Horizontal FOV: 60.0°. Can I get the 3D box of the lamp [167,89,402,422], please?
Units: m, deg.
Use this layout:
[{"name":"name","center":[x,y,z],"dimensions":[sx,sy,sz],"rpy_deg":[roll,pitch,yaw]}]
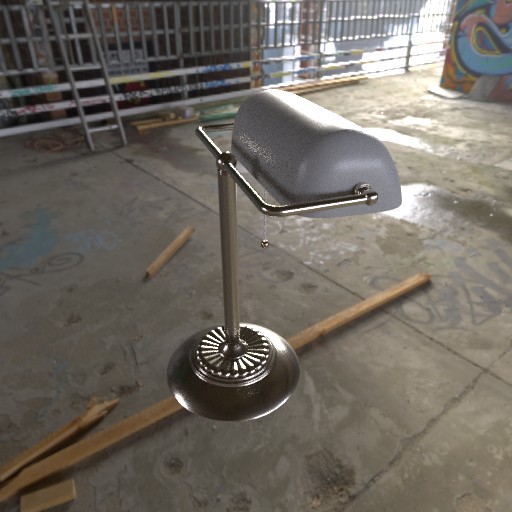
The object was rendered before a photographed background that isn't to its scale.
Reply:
[{"name":"lamp","center":[0.000,0.000,0.521],"dimensions":[0.243,0.339,0.264],"rpy_deg":[-10,33,-17]}]
